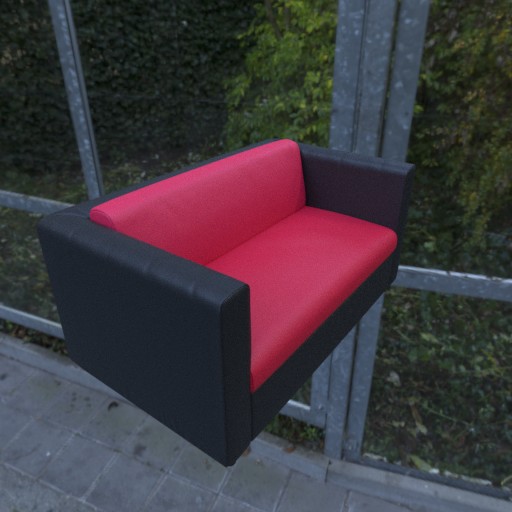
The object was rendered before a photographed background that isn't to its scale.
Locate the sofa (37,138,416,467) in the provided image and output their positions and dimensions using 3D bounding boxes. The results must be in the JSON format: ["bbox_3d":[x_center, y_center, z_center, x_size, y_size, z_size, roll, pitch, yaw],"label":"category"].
[{"bbox_3d":[0.000,0.000,1.920,0.845,0.735,1.410,19,34,31],"label":"sofa"}]
